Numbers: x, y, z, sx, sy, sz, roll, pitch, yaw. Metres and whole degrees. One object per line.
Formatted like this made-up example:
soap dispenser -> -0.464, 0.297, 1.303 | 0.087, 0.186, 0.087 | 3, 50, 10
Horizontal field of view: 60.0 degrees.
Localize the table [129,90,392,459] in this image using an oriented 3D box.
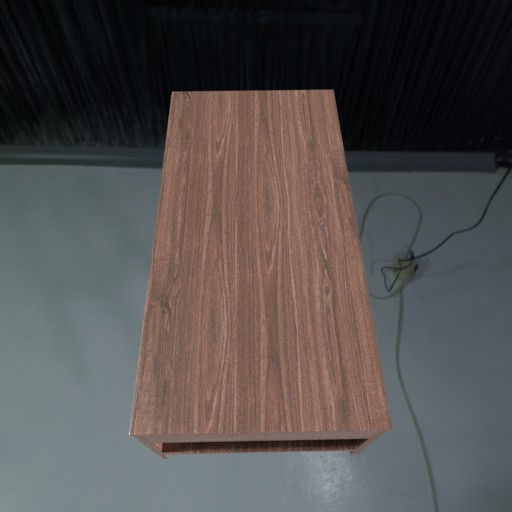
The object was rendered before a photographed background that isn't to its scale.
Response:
table -> 0.000, 0.000, 1.498 | 0.600, 0.400, 1.200 | -1, 58, -1
